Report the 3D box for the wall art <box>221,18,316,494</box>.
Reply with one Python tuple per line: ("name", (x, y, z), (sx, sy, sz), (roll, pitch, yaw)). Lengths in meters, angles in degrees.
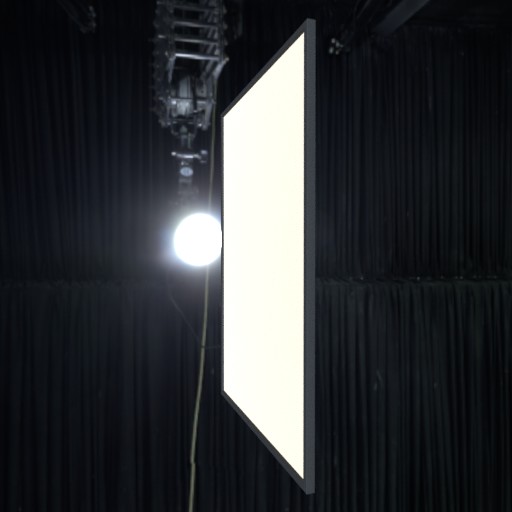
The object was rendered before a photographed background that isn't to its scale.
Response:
("wall art", (0.000, 0.000, 0.829), (0.013, 0.657, 0.457), (0, 1, -20))
